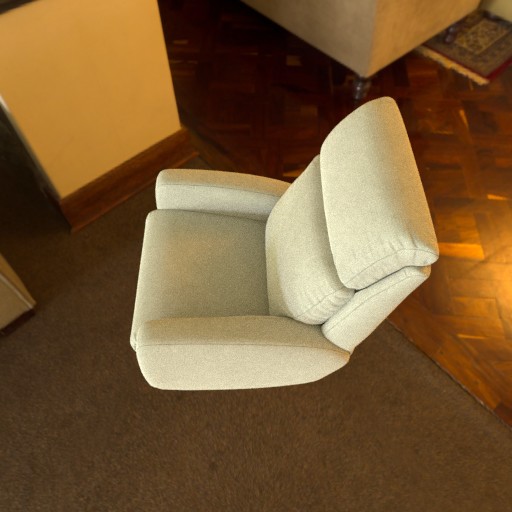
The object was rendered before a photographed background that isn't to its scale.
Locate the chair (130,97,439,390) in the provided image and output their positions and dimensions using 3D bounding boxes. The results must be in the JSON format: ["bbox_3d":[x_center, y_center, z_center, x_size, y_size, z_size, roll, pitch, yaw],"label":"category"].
[{"bbox_3d":[0.000,0.000,1.656,0.941,1.015,0.812,-1,58,-1],"label":"chair"}]
